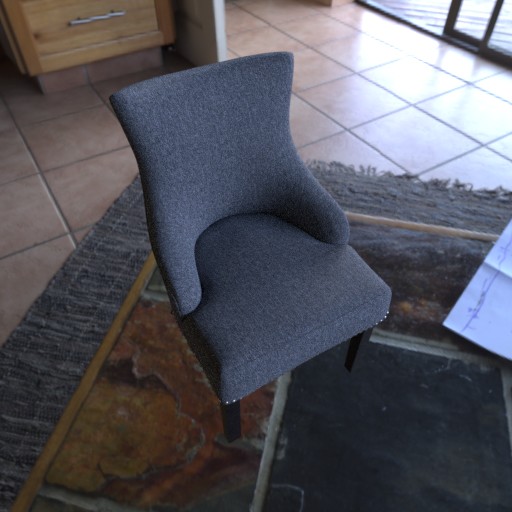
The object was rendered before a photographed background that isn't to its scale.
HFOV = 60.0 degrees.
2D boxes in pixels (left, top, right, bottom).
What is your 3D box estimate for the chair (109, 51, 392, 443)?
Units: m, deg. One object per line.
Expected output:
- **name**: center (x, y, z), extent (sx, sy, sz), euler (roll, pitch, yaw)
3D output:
- **chair**: center (0.000, 0.000, 1.288), extent (0.566, 0.909, 0.629), euler (-23, 50, -21)
